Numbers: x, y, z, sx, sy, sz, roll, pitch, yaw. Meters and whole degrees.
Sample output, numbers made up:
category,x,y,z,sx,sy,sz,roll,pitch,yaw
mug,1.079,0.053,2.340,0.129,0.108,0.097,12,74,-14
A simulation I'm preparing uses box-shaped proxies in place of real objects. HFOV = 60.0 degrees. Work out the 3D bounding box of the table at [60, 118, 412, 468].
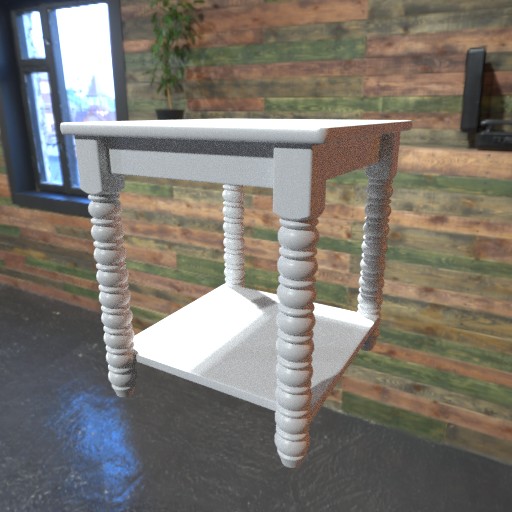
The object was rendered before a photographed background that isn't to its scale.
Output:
category,x,y,z,sx,sy,sz,roll,pitch,yaw
table,0.000,0.000,0.968,0.500,0.563,0.533,10,21,28
